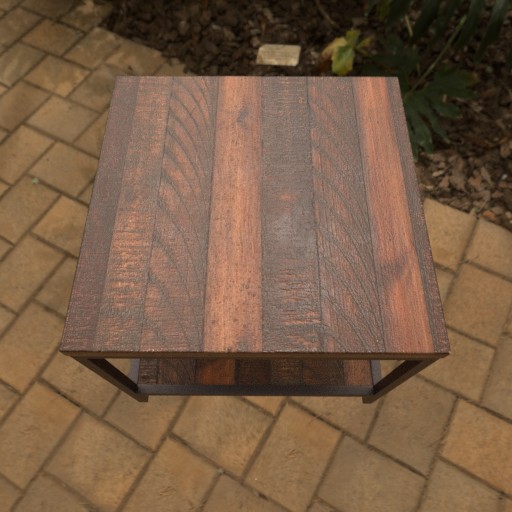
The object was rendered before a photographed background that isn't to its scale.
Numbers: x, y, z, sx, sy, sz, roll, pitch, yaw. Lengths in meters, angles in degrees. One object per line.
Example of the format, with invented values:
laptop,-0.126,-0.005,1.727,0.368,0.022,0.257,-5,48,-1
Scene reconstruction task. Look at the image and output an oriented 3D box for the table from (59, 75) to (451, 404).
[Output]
table,0.000,0.000,0.962,0.553,0.482,0.548,0,63,0
